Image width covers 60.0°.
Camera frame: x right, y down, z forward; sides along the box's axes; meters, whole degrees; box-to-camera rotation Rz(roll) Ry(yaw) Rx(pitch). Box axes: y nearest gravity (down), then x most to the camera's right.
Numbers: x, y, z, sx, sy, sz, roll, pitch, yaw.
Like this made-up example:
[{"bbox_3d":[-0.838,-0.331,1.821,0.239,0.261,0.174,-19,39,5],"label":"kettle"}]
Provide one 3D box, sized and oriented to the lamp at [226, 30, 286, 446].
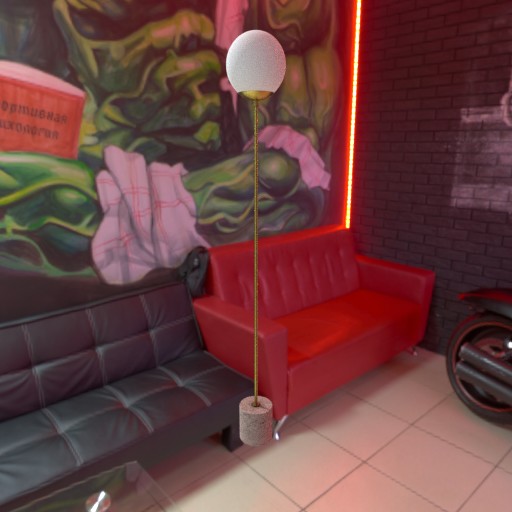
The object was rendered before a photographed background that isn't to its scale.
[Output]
[{"bbox_3d":[0.000,0.000,1.881,0.229,1.748,0.229,-2,14,-9],"label":"lamp"}]
